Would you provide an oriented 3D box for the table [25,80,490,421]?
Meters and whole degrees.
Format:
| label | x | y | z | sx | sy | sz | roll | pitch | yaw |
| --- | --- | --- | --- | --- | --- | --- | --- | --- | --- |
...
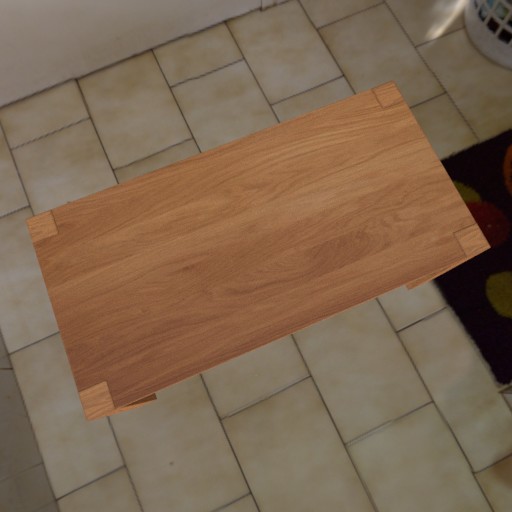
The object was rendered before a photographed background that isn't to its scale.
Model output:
| label | x | y | z | sx | sy | sz | roll | pitch | yaw |
| --- | --- | --- | --- | --- | --- | --- | --- | --- | --- |
| table | 0.000 | 0.000 | 2.277 | 1.800 | 0.760 | 0.900 | -22 | 76 | -6 |
